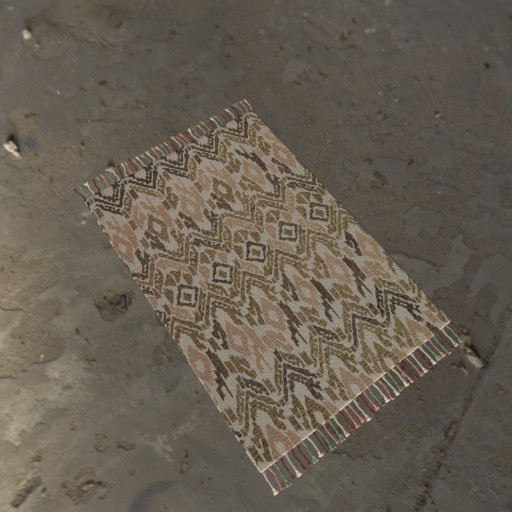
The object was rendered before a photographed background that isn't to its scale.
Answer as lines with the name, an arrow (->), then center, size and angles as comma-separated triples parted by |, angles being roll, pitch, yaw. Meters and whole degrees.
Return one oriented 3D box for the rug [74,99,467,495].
rug -> 0.000, 0.000, 2.970 | 1.524, 0.008, 2.438 | -33, 68, -15
